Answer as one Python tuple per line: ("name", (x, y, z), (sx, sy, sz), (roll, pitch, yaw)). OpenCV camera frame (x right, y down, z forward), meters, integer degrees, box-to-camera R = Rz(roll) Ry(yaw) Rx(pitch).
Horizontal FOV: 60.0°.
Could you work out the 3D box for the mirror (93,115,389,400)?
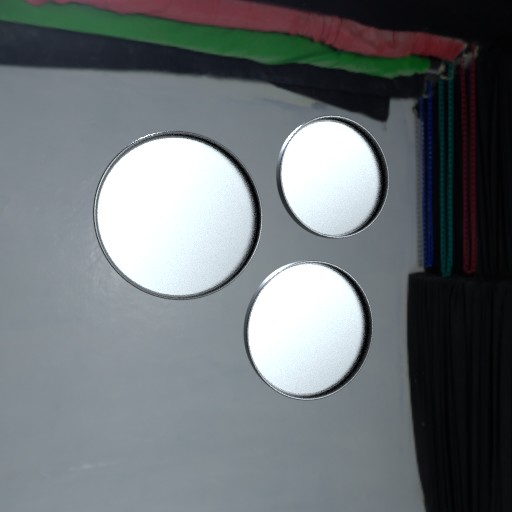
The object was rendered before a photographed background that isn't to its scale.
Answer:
("mirror", (0.000, 0.000, 3.130), (2.160, 2.096, 0.076), (0, 0, -18))
